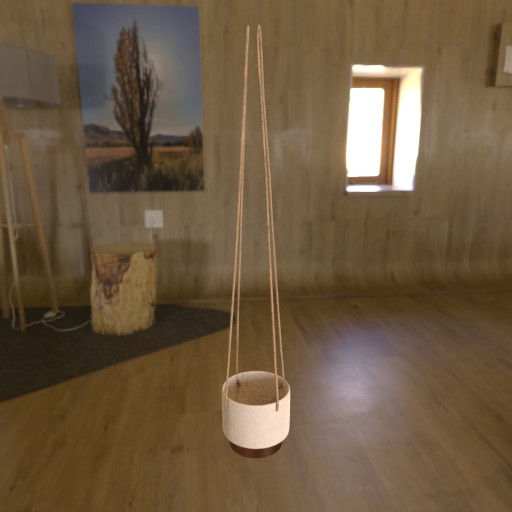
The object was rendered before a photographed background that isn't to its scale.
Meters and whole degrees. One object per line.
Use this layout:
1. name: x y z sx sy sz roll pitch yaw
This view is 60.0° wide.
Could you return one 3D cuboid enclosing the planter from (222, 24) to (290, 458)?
1. planter: 0.000 0.000 0.880 0.146 0.841 0.146 2 14 9
